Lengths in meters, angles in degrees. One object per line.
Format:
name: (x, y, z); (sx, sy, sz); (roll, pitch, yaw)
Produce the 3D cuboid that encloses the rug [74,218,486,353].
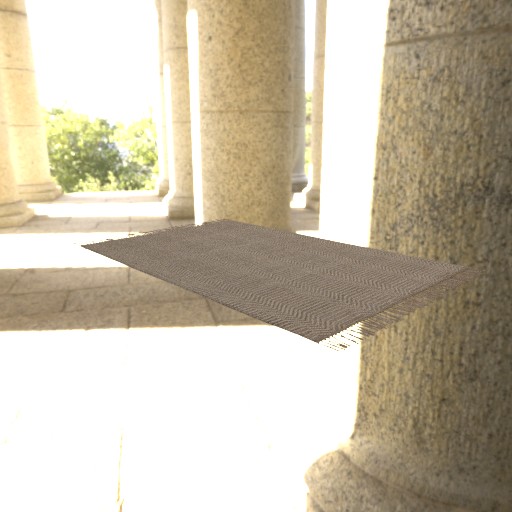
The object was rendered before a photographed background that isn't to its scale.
rug: (0.000, 0.000, 3.079); (1.528, 0.034, 2.523); (-14, 21, -42)
